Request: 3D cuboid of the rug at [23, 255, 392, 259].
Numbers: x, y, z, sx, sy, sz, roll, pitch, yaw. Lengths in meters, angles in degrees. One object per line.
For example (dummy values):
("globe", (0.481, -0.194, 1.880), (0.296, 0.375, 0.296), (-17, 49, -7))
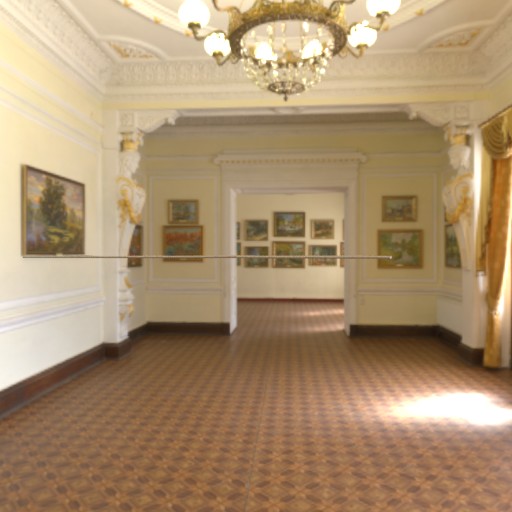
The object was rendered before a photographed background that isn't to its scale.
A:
("rug", (0.000, 0.000, 4.165), (2.448, 0.021, 3.051), (0, 0, 17))
